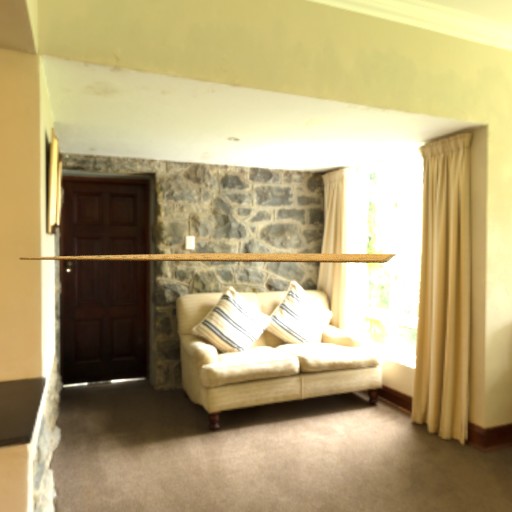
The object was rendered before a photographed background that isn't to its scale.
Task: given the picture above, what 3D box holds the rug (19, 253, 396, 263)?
[{"bbox_3d":[0.000,0.000,4.118,2.441,0.016,3.050,0,1,18],"label":"rug"}]
